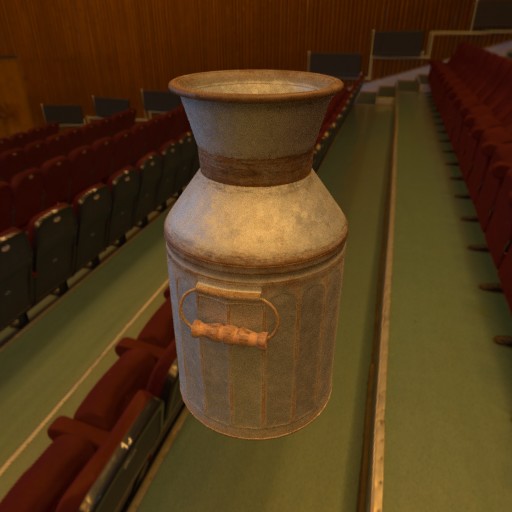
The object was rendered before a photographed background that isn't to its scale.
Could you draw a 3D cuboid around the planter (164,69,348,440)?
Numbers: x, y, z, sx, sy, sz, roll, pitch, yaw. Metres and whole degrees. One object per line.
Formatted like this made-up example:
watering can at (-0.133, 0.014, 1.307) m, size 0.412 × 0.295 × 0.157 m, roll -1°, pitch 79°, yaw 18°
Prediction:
planter at (0.000, 0.000, 0.532) m, size 0.214 × 0.396 × 0.245 m, roll 8°, pitch 30°, yaw 13°
